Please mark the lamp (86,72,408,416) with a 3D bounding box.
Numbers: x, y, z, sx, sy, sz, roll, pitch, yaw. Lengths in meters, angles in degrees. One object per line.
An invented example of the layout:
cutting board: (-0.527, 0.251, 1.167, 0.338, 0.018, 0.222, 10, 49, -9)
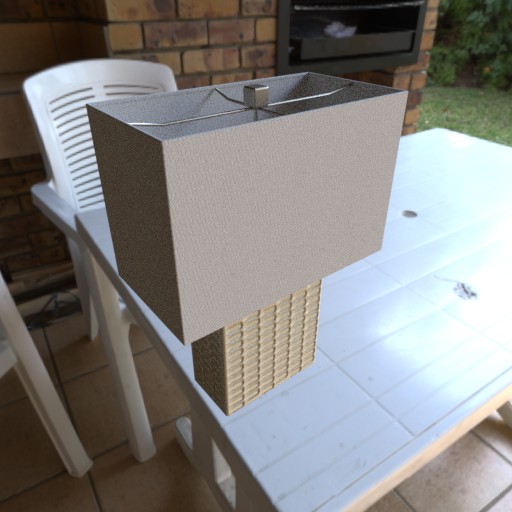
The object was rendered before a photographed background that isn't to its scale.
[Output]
lamp: (0.000, 0.000, 0.707, 0.380, 0.515, 0.200, -22, 38, -32)
